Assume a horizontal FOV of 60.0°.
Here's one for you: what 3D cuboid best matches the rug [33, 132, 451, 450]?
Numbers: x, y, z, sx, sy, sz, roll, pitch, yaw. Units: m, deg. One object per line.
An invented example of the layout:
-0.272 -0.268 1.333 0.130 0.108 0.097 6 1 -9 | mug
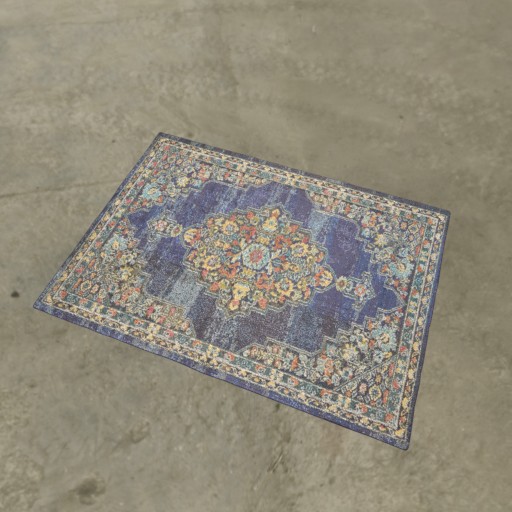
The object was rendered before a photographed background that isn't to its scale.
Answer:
0.000 0.000 2.824 2.232 0.009 1.630 18 59 11 | rug
